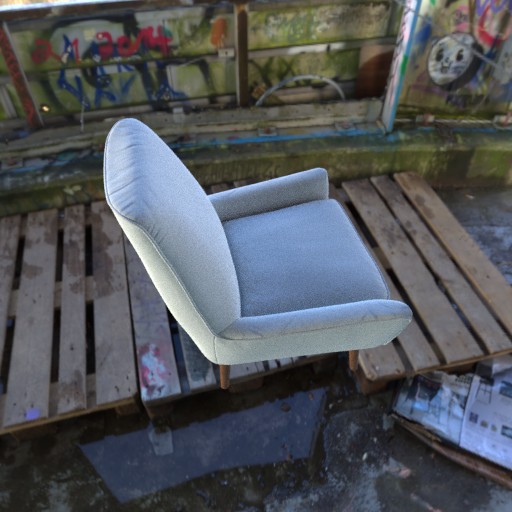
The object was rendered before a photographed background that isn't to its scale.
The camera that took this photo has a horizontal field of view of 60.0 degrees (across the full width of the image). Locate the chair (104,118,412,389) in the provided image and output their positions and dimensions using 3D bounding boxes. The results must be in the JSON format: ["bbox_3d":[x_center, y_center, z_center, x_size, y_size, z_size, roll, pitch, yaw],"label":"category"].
[{"bbox_3d":[0.000,0.000,1.532,0.822,0.888,0.787,-10,47,-9],"label":"chair"}]
